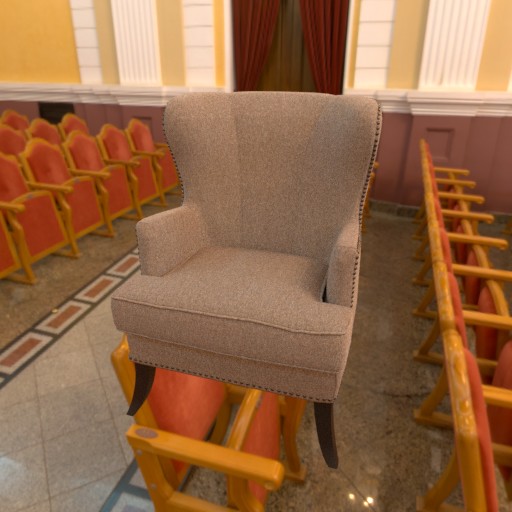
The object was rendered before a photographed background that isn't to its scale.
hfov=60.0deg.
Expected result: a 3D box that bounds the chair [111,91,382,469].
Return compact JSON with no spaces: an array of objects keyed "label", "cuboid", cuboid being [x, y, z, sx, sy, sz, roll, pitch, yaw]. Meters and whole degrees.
[{"label":"chair","cuboid":[0.000,0.000,1.580,0.759,1.060,0.758,7,25,16]}]
